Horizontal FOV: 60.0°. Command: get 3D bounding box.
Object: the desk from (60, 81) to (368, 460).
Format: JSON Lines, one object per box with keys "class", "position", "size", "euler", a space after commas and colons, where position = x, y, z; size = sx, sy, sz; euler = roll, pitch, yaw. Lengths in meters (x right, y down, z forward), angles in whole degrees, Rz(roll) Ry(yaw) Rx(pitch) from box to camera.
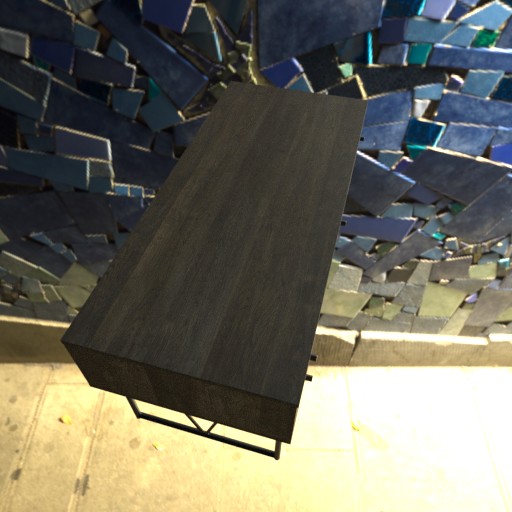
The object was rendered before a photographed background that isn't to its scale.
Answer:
{"class": "desk", "position": [0.000, 0.000, 2.025], "size": [0.730, 0.780, 1.600], "euler": [12, 50, 10]}
